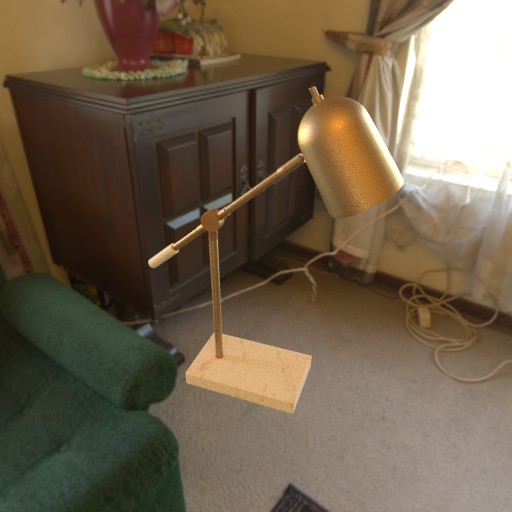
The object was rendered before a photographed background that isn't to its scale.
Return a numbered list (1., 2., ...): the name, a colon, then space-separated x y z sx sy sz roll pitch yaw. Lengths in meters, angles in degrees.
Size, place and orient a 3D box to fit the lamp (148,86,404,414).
1. lamp: 0.000 0.000 0.820 0.471 0.603 0.144 10 31 18
